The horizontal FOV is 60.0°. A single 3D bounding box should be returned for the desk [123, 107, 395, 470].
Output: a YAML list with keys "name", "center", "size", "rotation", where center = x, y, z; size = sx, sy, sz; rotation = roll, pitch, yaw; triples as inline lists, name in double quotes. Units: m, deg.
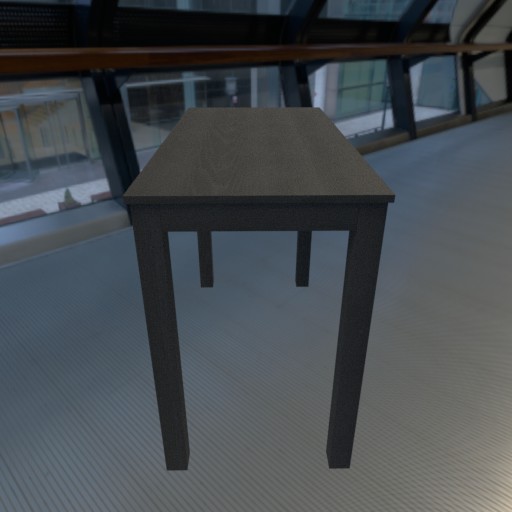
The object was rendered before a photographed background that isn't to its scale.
- name: "desk"
  center: [0.000, 0.000, 1.424]
  size: [0.499, 0.762, 0.991]
  rotation: [0, 27, -1]
